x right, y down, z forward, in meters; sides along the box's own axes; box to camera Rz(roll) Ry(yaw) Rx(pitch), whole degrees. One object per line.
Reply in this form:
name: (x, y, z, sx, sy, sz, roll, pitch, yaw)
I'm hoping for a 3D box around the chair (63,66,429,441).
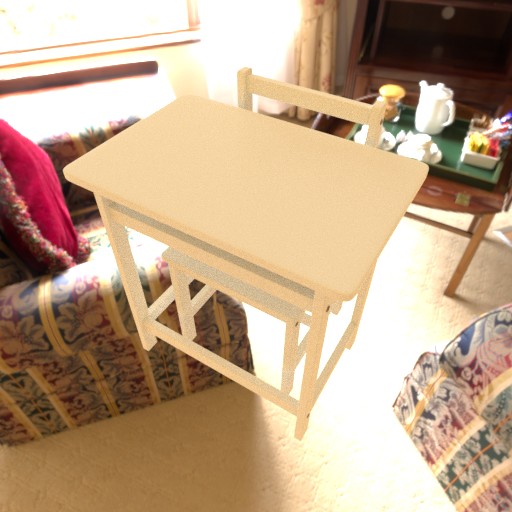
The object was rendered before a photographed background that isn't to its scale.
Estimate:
chair: (0.000, 0.000, 1.060, 0.599, 0.673, 0.461, 24, 50, 22)
